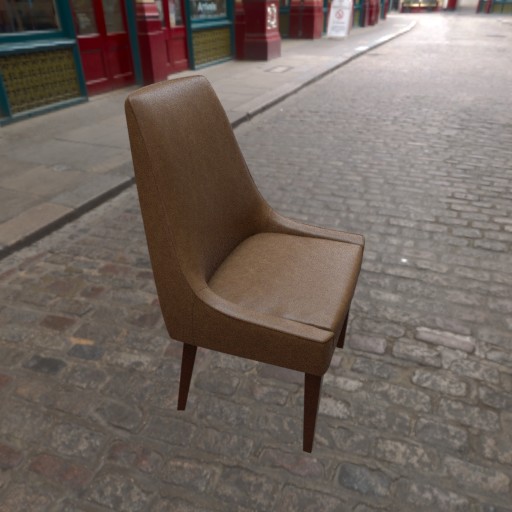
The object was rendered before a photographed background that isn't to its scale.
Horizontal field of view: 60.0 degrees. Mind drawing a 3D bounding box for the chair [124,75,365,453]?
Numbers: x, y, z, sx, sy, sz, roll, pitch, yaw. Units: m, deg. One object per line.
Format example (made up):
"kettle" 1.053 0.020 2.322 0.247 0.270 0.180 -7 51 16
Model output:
"chair" 0.000 0.000 1.204 0.544 0.861 0.529 10 31 18
